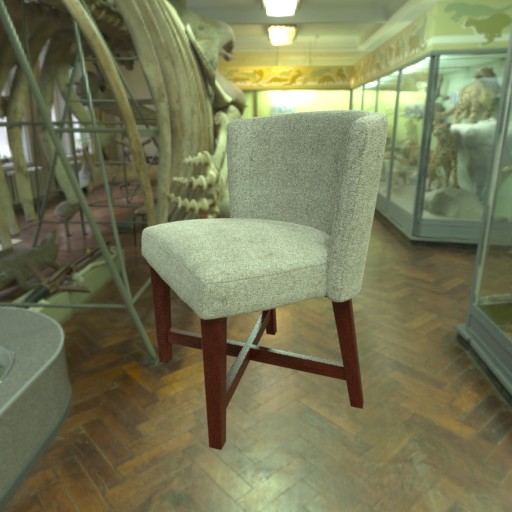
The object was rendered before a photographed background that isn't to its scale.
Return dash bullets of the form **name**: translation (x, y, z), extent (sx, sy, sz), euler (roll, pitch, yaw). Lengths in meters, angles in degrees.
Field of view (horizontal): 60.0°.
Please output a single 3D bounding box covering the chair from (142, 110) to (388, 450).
- **chair**: translation (0.000, 0.000, 1.312), extent (0.575, 0.827, 0.728), euler (-8, 19, -26)
